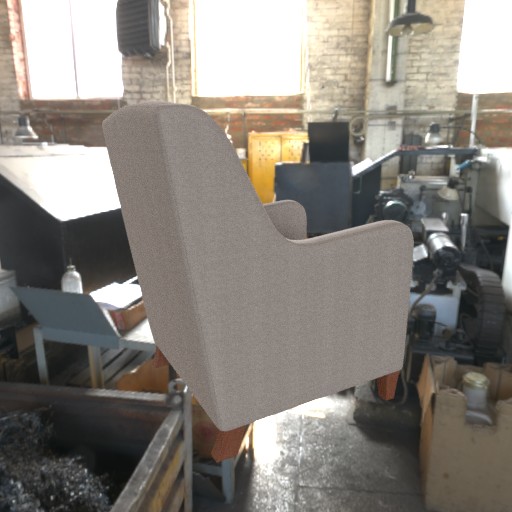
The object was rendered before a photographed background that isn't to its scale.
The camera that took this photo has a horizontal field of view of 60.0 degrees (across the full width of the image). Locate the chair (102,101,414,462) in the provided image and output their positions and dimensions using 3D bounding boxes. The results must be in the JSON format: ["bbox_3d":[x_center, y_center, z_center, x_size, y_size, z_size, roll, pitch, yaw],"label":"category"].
[{"bbox_3d":[0.000,0.000,1.604,0.890,1.017,0.715,-8,16,-27],"label":"chair"}]
